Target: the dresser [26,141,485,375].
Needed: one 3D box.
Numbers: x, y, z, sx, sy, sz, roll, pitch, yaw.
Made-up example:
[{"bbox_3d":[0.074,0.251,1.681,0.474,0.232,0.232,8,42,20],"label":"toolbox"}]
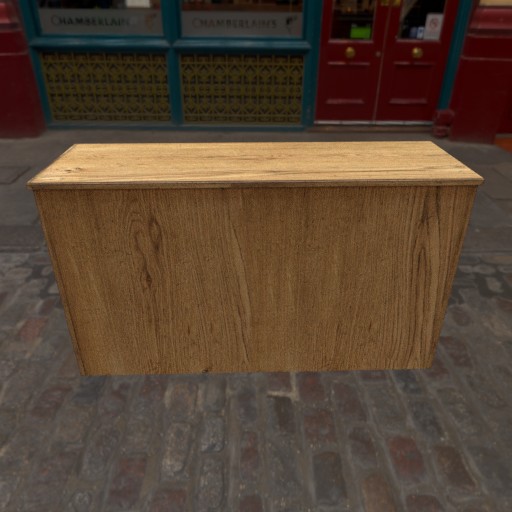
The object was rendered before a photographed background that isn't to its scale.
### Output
[{"bbox_3d":[0.000,0.000,2.068,1.657,0.932,0.563,-1,29,-1],"label":"dresser"}]
